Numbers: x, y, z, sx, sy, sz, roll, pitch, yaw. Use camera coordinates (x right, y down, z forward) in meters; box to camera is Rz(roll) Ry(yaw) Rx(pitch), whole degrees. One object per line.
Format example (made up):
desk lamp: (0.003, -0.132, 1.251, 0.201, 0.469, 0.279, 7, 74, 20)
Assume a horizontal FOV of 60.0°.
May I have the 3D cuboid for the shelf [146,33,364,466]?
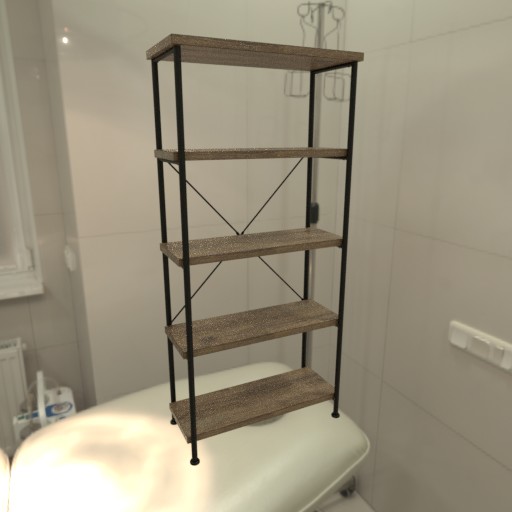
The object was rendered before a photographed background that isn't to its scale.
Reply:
shelf: (0.000, 0.000, 2.006, 0.800, 1.700, 0.360, -7, 17, -25)
